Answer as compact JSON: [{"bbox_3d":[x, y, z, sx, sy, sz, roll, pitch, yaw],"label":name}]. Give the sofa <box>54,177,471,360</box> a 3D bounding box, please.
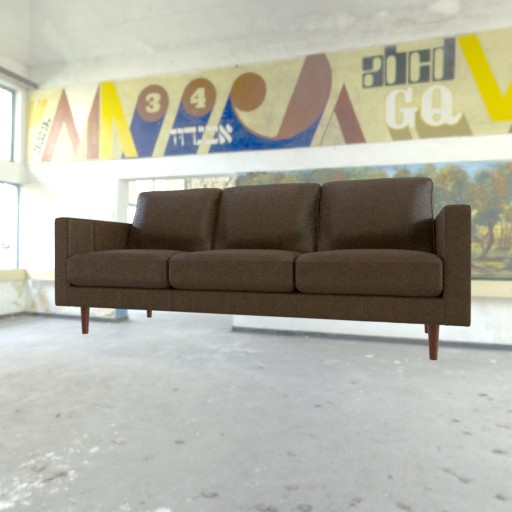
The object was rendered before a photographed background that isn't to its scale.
[{"bbox_3d":[0.000,0.000,2.638,2.231,0.930,0.903,0,1,19],"label":"sofa"}]
